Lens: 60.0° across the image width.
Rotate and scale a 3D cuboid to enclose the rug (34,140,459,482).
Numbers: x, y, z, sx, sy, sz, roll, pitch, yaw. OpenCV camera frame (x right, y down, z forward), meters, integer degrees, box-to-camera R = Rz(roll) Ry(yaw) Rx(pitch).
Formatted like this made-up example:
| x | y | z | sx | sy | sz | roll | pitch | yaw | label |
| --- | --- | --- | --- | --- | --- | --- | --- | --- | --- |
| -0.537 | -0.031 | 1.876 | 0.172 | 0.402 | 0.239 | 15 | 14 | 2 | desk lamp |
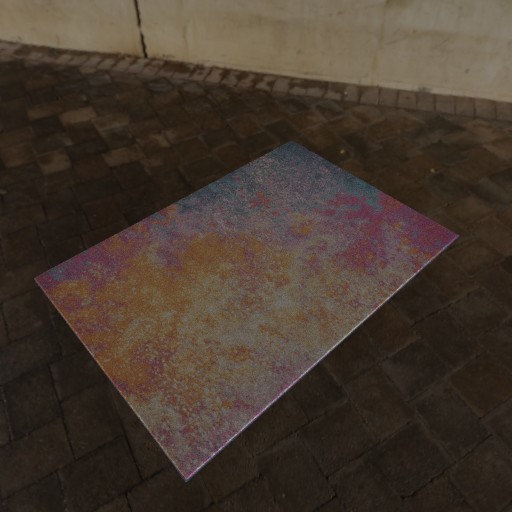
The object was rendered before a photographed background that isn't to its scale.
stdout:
| x | y | z | sx | sy | sz | roll | pitch | yaw | label |
| --- | --- | --- | --- | --- | --- | --- | --- | --- | --- |
| 0.000 | 0.000 | 3.632 | 2.896 | 0.013 | 2.007 | -34 | 55 | -27 | rug |
